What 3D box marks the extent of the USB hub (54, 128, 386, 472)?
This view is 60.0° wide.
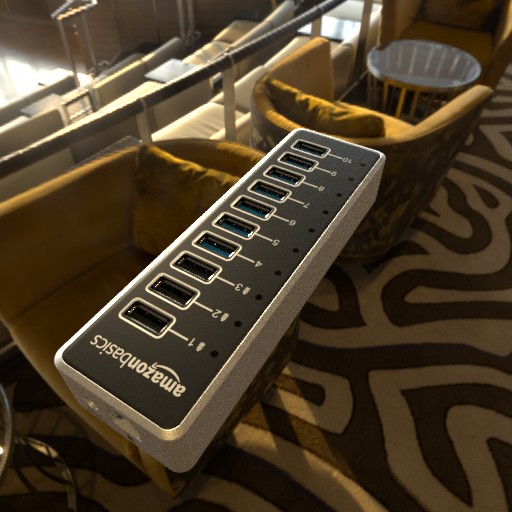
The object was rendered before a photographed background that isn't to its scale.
[{"bbox_3d":[0.000,0.000,0.163,0.044,0.023,0.145,24,51,21],"label":"USB hub"}]
